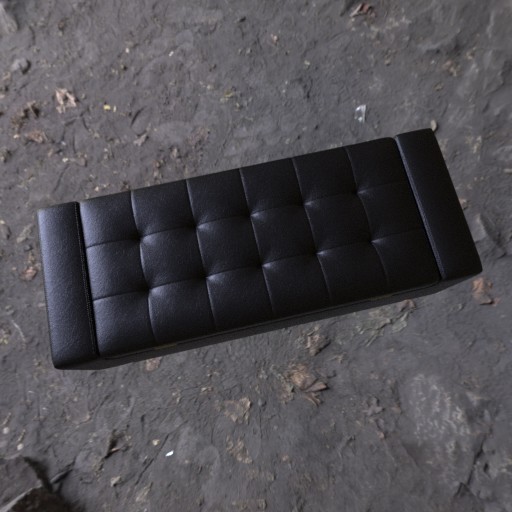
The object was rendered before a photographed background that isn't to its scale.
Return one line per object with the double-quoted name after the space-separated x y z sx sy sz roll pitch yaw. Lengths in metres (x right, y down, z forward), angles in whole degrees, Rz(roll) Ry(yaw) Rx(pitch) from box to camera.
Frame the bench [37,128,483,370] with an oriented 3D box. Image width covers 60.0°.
0.000 0.000 1.546 1.296 0.445 0.508 -12 76 -3 "bench"
